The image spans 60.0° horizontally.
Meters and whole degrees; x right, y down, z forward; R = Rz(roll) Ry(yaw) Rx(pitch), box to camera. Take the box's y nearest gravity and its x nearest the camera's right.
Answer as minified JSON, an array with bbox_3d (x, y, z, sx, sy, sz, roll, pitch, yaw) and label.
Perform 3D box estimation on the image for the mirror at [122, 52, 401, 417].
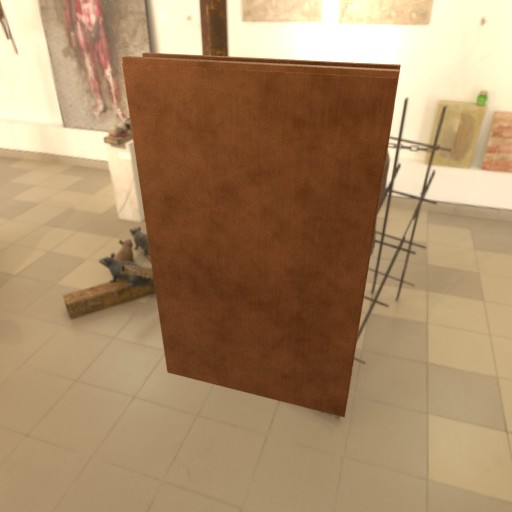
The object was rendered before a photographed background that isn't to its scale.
[{"bbox_3d":[0.000,0.000,0.942,0.468,0.768,0.082,10,33,15],"label":"mirror"}]
